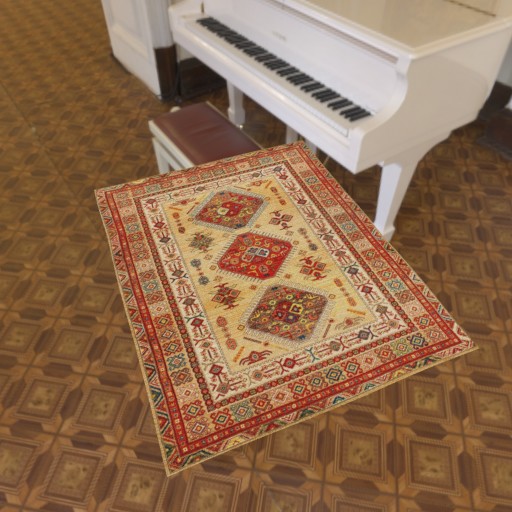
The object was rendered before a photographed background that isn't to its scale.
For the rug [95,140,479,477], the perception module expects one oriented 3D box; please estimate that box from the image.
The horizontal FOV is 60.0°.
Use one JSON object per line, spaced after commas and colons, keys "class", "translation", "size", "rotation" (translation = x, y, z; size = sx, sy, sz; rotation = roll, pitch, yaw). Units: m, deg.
{"class": "rug", "translation": [0.000, 0.000, 4.048], "size": [2.460, 0.005, 3.067], "rotation": [-17, 50, -15]}
